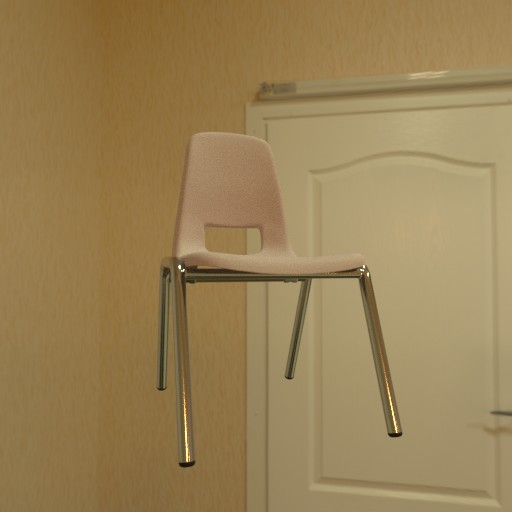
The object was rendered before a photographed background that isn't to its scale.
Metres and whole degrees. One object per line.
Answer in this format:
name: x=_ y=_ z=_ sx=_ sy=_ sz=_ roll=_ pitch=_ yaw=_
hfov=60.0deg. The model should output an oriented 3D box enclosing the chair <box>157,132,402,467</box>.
chair: x=0.000 y=0.000 z=0.850 sx=0.354 sy=0.586 sz=0.423 roll=1 pitch=-2 yaw=-19
